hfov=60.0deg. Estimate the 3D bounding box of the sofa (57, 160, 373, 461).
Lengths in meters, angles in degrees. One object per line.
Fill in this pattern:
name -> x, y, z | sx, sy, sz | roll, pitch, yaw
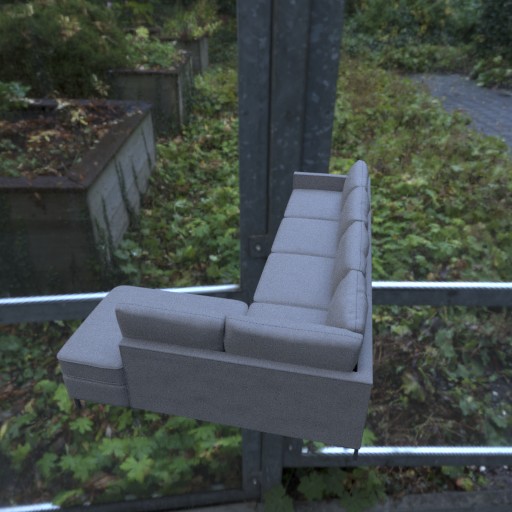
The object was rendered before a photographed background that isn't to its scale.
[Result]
sofa -> 0.000, 0.000, 4.208 | 2.077, 0.964, 3.331 | 6, 32, 10
